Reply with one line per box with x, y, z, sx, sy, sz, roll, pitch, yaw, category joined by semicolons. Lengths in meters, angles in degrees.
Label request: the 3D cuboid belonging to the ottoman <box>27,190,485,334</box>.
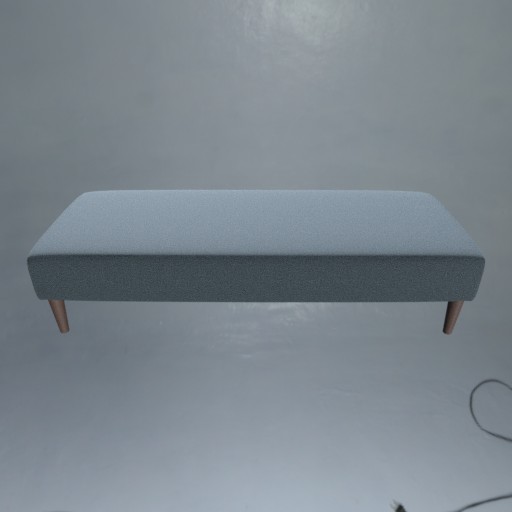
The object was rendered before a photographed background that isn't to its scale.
0.000;0.000;1.872;1.609;0.393;0.646;0;31;0;ottoman
